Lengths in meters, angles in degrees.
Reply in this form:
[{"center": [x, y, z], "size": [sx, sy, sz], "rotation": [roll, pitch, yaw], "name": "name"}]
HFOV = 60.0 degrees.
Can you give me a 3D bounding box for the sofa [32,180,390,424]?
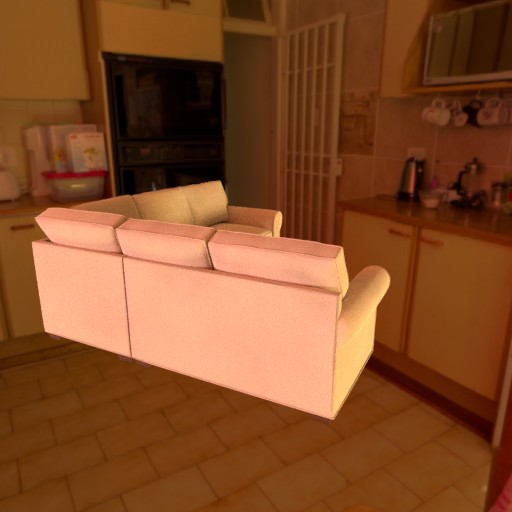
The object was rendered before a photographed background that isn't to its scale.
[{"center": [0.000, 0.000, 3.947], "size": [2.487, 1.053, 2.562], "rotation": [8, 18, 26], "name": "sofa"}]
